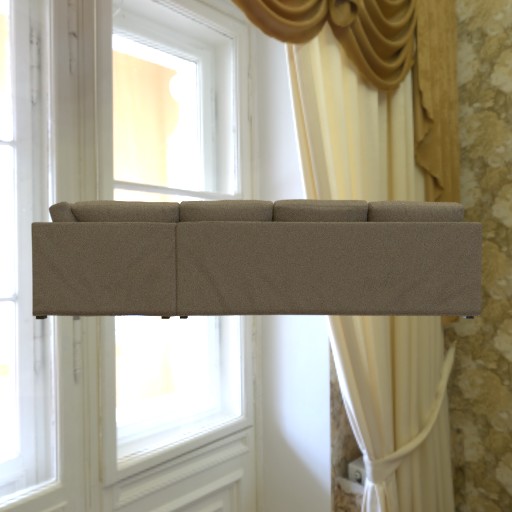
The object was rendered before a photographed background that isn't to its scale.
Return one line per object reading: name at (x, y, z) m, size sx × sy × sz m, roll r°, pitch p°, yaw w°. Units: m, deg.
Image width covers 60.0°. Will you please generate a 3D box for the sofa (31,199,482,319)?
sofa at (0.000, 0.000, 4.306) m, size 3.182 × 0.871 × 2.432 m, roll 0°, pitch 1°, yaw -1°
